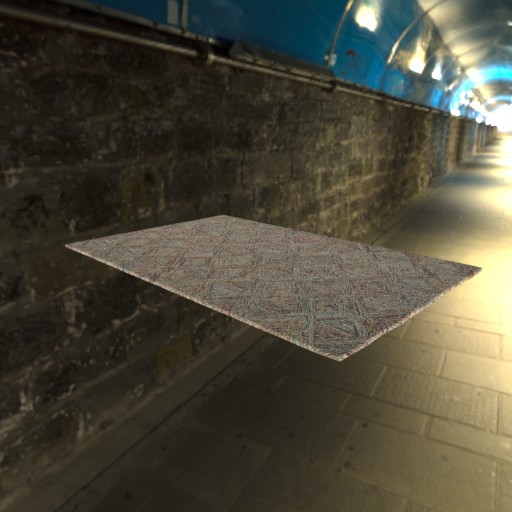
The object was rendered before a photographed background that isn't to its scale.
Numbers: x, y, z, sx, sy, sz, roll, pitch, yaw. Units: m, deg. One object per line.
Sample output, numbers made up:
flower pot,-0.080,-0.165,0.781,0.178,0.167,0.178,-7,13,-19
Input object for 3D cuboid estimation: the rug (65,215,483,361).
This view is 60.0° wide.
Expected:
rug,0.000,0.000,2.191,1.761,0.014,1.143,15,22,42
